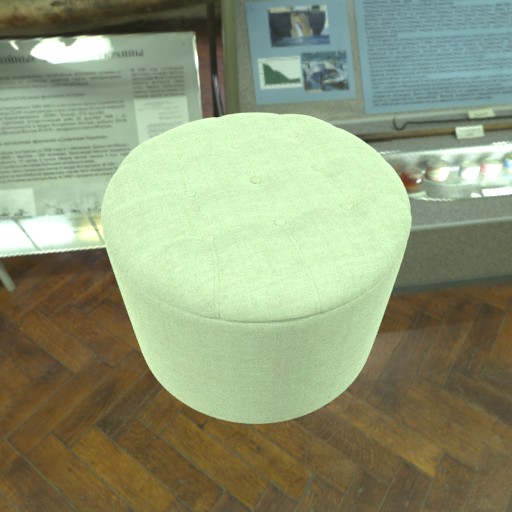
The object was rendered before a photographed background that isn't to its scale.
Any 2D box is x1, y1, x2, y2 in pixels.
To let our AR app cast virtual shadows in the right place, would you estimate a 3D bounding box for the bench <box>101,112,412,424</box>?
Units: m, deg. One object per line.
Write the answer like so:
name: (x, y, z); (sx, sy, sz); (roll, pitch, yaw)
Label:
bench: (0.000, 0.000, 0.998); (0.600, 0.453, 0.600); (0, 46, 0)
